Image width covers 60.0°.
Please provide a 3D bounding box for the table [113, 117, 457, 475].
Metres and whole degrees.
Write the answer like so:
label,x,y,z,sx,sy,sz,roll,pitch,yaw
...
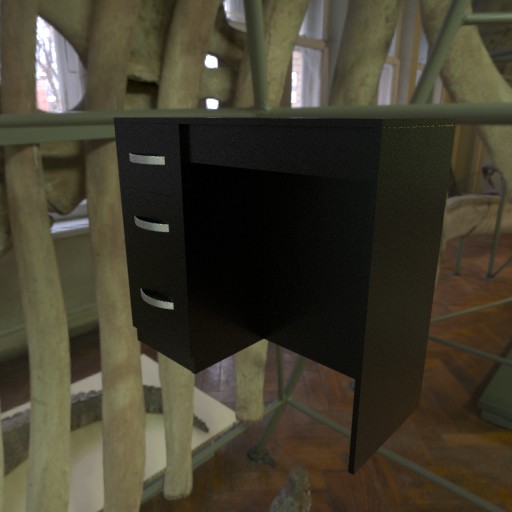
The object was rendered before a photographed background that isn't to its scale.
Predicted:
label,x,y,z,sx,sy,sz,roll,pitch,yaw
table,0.000,0.000,1.326,0.930,0.790,0.380,16,23,41
